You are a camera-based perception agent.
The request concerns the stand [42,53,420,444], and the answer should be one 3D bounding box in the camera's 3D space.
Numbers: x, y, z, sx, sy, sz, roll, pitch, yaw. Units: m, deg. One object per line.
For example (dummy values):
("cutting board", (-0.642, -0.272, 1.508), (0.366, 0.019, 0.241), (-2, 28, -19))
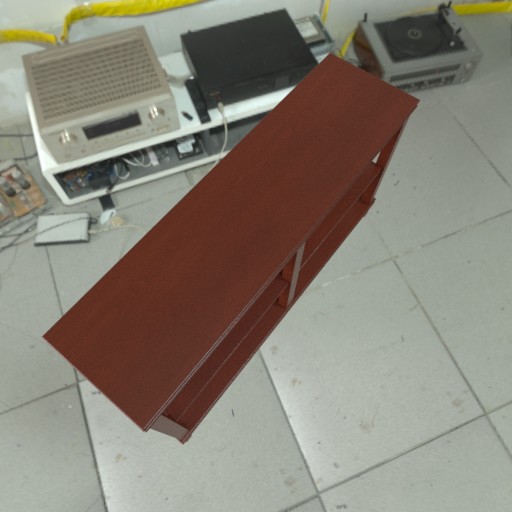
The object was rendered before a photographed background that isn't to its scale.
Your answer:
("stand", (0.000, 0.000, 1.706), (0.381, 0.762, 1.372), (35, 69, 15))
